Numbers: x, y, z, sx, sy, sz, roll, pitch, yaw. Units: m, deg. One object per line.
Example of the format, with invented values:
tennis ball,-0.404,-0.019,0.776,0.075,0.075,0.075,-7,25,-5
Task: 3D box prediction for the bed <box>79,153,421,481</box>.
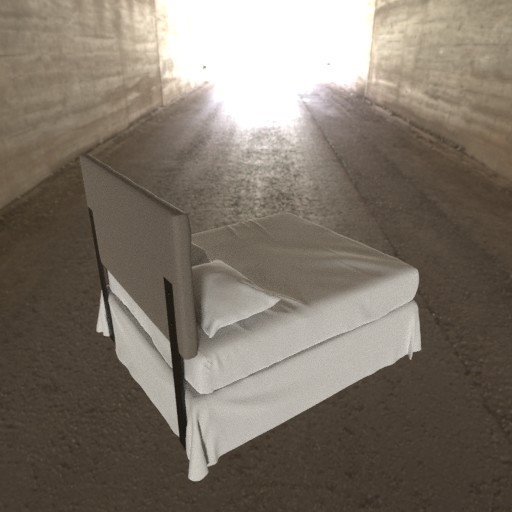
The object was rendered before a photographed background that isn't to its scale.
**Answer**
bed,0.000,0.000,3.503,2.222,1.577,1.936,-16,30,-31
